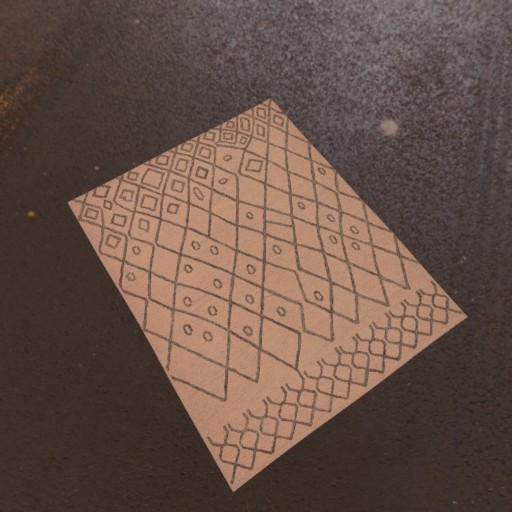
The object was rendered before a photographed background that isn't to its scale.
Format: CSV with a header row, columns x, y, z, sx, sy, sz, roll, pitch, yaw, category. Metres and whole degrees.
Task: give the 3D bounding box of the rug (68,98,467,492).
x,y,z,sx,sy,sz,roll,pitch,yaw,category
0.000,0.000,4.134,2.446,0.015,3.046,-31,69,-14,rug
